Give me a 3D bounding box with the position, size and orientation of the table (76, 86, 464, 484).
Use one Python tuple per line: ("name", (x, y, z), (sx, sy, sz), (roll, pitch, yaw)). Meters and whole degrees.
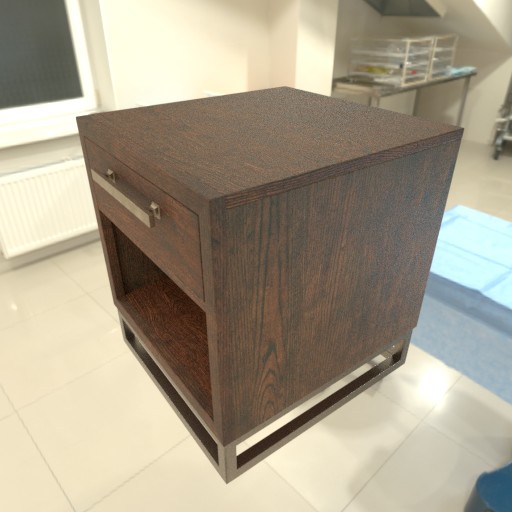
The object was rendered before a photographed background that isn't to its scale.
("table", (0.000, 0.000, 0.980), (0.566, 0.582, 0.506), (-21, 37, -31))
